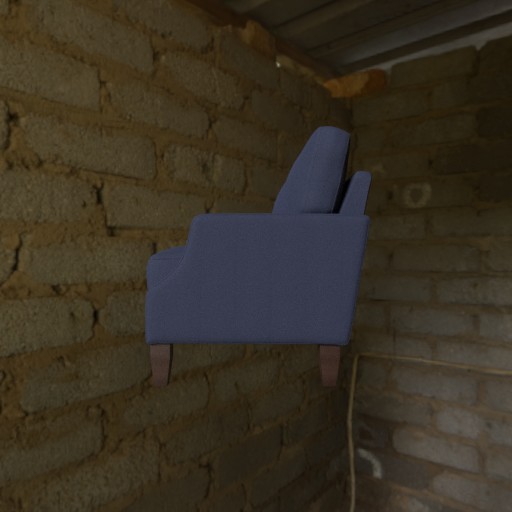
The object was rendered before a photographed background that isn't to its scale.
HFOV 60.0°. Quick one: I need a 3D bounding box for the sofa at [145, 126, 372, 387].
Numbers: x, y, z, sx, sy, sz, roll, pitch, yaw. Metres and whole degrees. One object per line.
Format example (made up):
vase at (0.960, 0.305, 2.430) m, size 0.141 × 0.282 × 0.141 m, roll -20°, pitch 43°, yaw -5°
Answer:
sofa at (0.000, 0.000, 2.654) m, size 0.888 × 0.984 × 2.115 m, roll 0°, pitch -1°, yaw -1°
